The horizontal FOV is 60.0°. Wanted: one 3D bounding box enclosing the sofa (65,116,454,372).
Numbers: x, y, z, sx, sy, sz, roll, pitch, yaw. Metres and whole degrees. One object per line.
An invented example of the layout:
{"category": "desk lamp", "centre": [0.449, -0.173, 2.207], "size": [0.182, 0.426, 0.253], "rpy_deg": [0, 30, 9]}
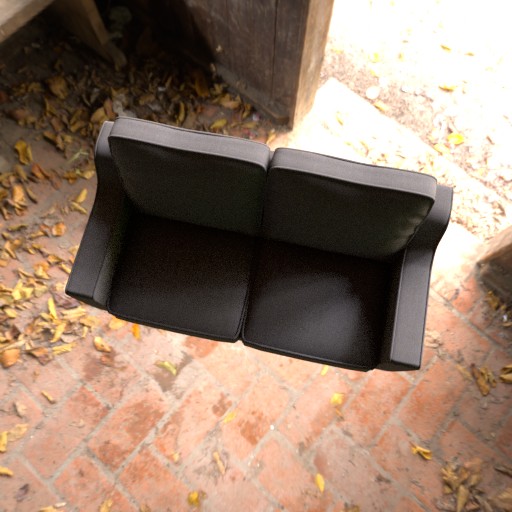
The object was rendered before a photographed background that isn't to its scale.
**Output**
{"category": "sofa", "centre": [0.000, 0.000, 2.002], "size": [1.500, 0.948, 0.791], "rpy_deg": [12, 74, 3]}
